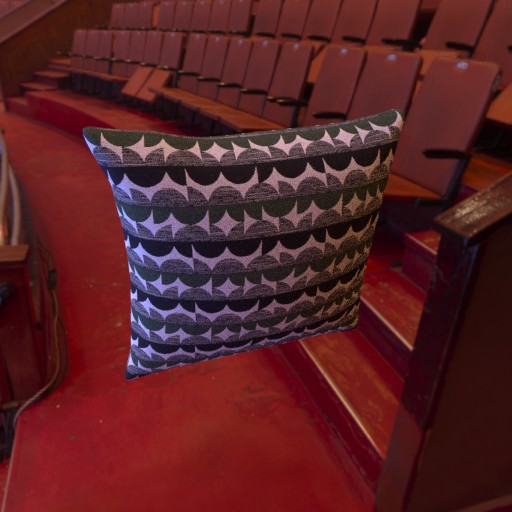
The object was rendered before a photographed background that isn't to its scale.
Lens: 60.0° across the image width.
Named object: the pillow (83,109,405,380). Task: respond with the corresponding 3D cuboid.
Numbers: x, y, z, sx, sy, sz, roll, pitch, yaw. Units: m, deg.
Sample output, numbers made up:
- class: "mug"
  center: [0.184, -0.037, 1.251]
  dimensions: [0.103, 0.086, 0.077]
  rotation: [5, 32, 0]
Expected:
- class: "pillow"
  center: [0.000, 0.000, 0.651]
  dimensions: [0.419, 0.404, 0.180]
  rotation: [-9, 28, -17]
